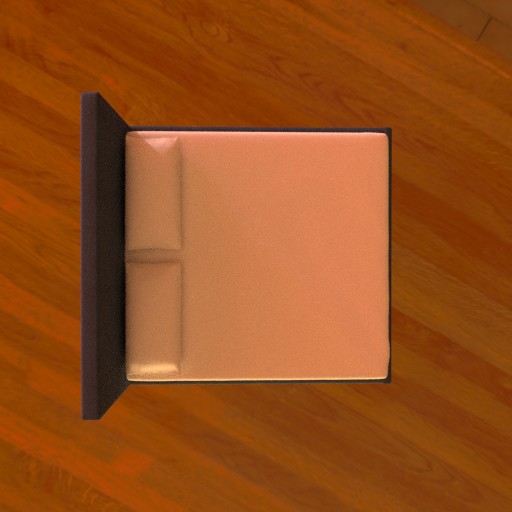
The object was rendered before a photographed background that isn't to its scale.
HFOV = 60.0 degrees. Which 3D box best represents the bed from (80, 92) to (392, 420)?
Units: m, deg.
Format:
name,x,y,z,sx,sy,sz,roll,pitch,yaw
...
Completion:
name,x,y,z,sx,sy,sz,roll,pitch,yaw
bed,0.000,0.000,3.400,2.232,1.231,2.096,0,90,-2
